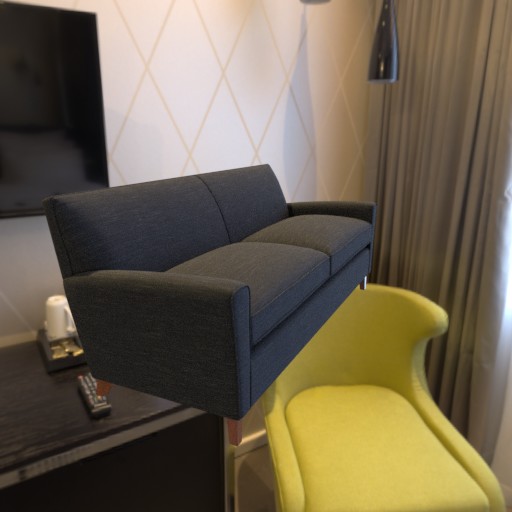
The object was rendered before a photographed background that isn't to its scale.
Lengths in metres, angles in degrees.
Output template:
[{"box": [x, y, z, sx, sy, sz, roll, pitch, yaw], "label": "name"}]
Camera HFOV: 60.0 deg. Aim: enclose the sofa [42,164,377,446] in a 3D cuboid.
[{"box": [0.000, 0.000, 2.430, 0.875, 0.846, 1.976, 8, 18, 26], "label": "sofa"}]
